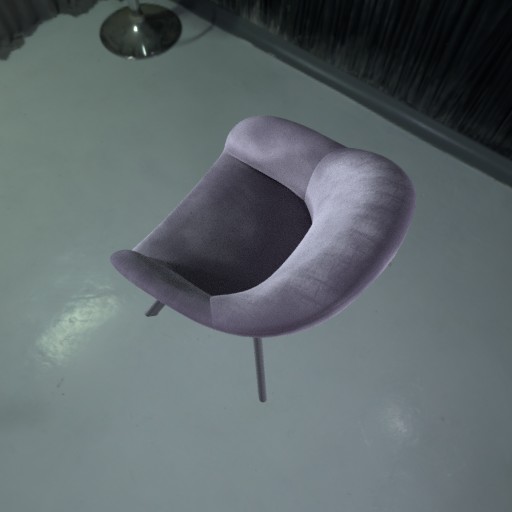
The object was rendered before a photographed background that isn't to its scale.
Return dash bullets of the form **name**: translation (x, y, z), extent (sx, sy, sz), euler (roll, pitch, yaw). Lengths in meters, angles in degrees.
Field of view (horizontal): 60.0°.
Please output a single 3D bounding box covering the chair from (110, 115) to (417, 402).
- **chair**: translation (0.000, 0.000, 1.162), extent (0.590, 0.795, 0.550), euler (33, 69, 15)
